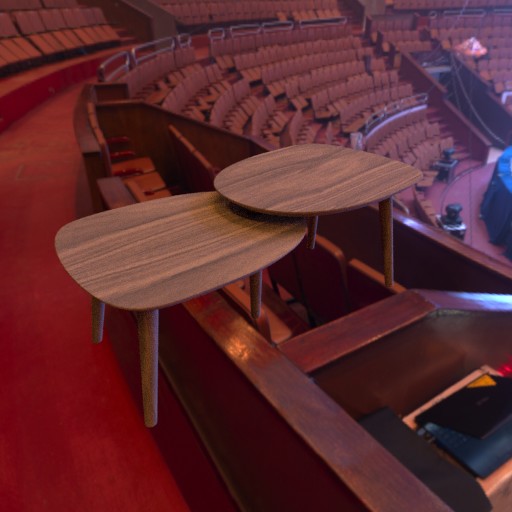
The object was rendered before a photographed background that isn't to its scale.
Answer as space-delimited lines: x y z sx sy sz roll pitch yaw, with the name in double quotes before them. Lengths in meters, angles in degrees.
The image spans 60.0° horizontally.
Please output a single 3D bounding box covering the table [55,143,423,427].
"table" 0.000 0.000 1.357 1.084 0.429 0.527 -22 36 -33
